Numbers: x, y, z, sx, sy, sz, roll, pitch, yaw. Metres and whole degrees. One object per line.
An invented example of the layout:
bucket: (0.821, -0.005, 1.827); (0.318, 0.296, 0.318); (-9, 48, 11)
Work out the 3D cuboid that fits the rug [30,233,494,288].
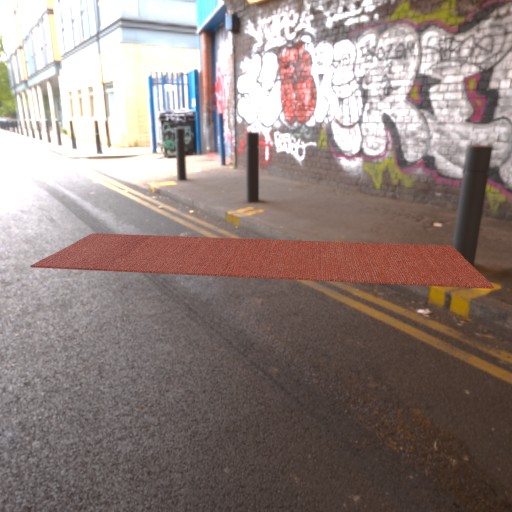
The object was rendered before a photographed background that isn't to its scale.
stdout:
rug: (0.000, 0.000, 2.500); (2.307, 0.012, 0.687); (2, 18, 7)
